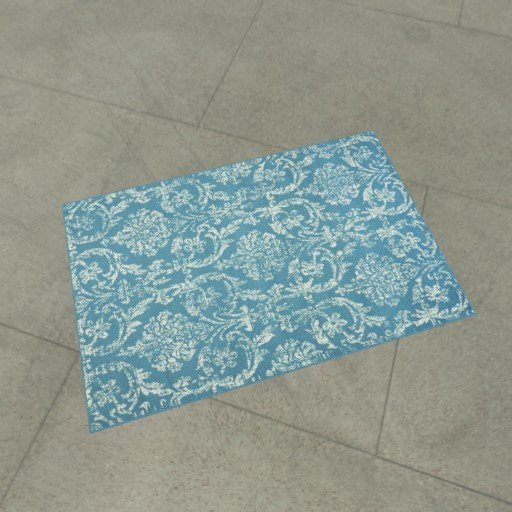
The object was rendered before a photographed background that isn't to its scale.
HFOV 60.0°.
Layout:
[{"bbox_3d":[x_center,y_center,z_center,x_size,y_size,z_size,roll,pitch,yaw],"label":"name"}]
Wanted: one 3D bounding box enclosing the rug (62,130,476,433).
[{"bbox_3d":[0.000,0.000,3.384,2.746,0.018,1.816,-15,64,-8],"label":"rug"}]
